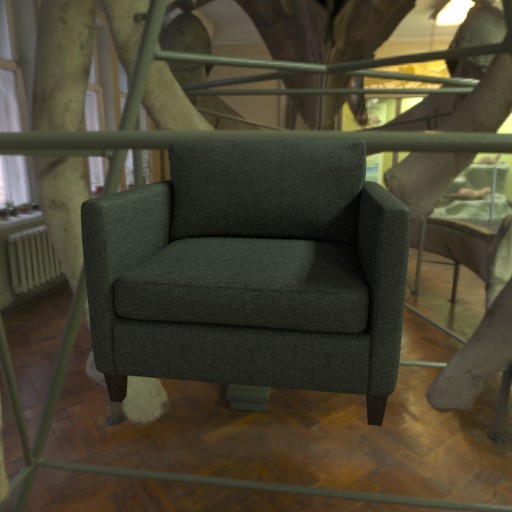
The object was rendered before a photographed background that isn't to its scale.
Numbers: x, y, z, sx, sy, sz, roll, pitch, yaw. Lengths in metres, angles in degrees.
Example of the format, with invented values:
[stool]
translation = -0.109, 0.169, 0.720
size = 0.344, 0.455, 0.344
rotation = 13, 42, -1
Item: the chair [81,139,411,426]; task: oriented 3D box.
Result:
[chair]
translation = 0.000, 0.000, 1.890
size = 1.107, 0.963, 0.959
rotation = 2, 15, 8
